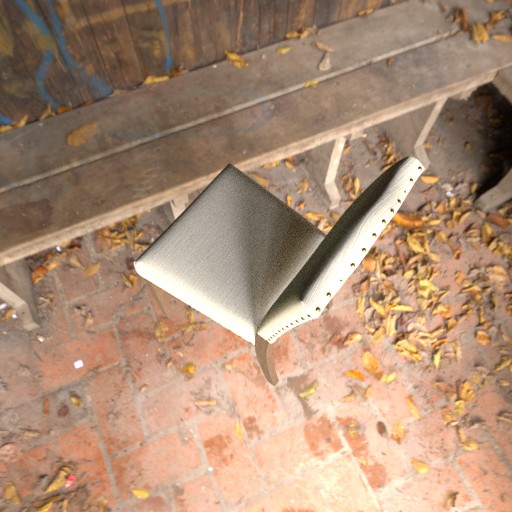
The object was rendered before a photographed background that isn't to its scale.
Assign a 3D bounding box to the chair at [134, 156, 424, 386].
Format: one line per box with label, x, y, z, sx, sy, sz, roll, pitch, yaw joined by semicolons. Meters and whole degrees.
chair;0.000;0.000;1.395;0.619;1.015;0.508;34;69;15
